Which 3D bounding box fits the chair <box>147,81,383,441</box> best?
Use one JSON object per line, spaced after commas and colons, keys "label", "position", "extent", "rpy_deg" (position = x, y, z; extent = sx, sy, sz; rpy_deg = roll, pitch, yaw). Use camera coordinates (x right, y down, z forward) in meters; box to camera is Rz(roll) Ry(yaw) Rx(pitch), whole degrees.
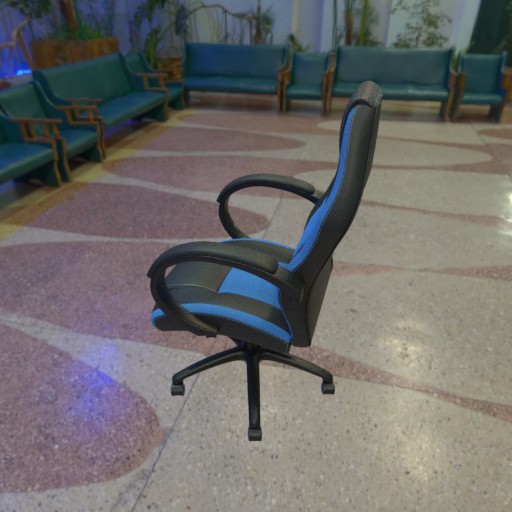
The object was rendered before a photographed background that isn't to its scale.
{"label": "chair", "position": [0.000, 0.000, 1.596], "extent": [0.724, 1.187, 0.673], "rpy_deg": [9, 32, 14]}
